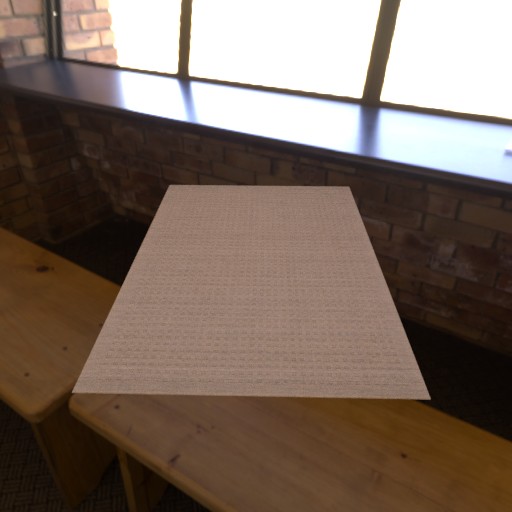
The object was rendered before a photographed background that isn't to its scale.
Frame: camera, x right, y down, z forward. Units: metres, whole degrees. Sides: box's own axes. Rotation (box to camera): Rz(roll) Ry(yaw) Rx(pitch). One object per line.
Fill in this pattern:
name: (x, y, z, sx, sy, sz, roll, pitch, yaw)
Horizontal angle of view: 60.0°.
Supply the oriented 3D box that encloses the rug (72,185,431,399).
rug: (0.000, 0.000, 3.669, 1.981, 0.006, 2.895, 1, 32, 1)
